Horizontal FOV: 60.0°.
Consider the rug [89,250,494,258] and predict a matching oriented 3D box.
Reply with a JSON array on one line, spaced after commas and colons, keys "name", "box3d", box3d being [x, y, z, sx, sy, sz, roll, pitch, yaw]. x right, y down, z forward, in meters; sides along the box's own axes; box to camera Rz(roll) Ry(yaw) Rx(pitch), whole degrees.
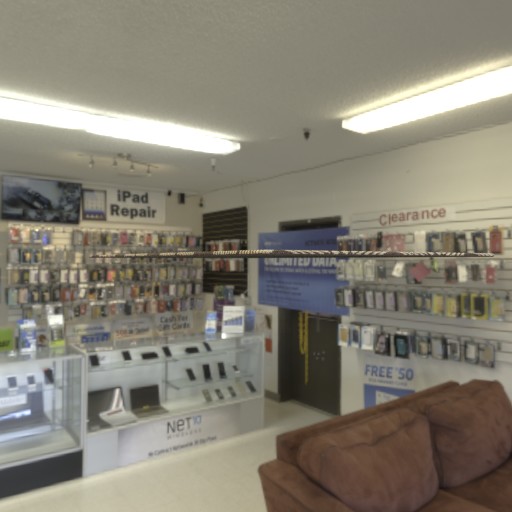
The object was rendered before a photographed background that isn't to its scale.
[{"name": "rug", "box3d": [0.000, 0.000, 2.292, 1.210, 0.016, 1.833, 0, -1, -35]}]
